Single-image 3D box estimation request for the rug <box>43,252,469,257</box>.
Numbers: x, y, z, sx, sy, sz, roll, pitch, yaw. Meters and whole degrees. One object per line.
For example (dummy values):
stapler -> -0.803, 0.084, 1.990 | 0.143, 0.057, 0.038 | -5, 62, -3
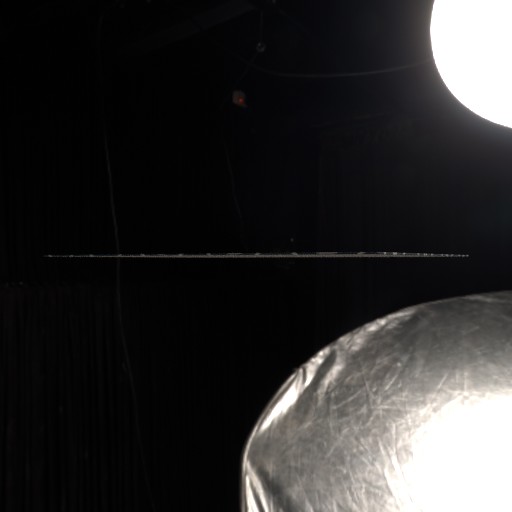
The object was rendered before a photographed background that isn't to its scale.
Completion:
rug -> 0.000, 0.000, 4.303 | 3.353, 0.010, 2.438 | 0, -1, 36
